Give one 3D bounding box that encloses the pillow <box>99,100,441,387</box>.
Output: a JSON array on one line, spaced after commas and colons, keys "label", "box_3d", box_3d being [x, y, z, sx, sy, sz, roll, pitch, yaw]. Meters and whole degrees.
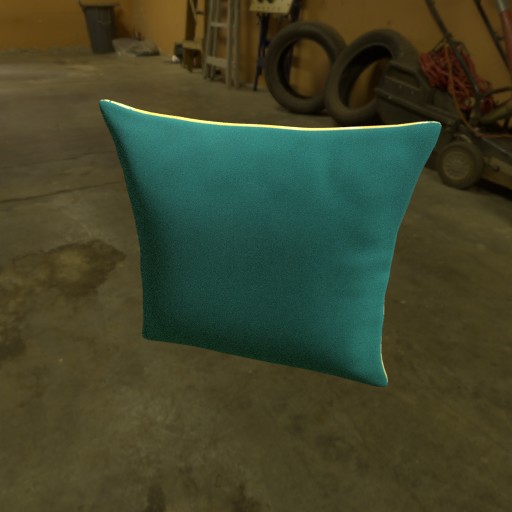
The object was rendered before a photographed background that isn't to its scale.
[{"label": "pillow", "box_3d": [0.000, 0.000, 0.788, 0.525, 0.508, 0.166, 8, 32, 14]}]
